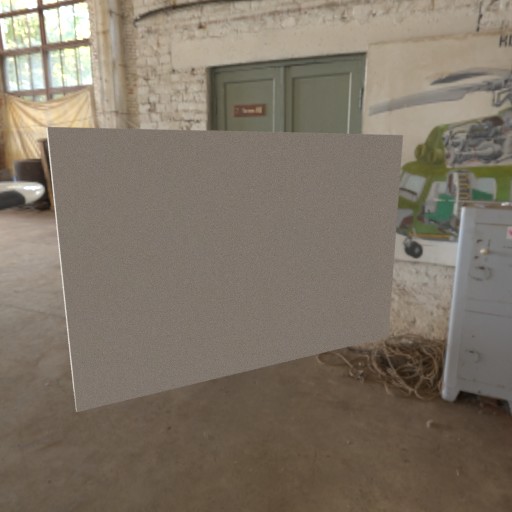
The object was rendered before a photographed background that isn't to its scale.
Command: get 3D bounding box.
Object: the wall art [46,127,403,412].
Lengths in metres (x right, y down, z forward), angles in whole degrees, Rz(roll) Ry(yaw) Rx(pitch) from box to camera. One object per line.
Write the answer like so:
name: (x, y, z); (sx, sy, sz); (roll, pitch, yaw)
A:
wall art: (0.000, 0.000, 1.114); (0.898, 0.601, 0.038); (-7, 15, -26)
